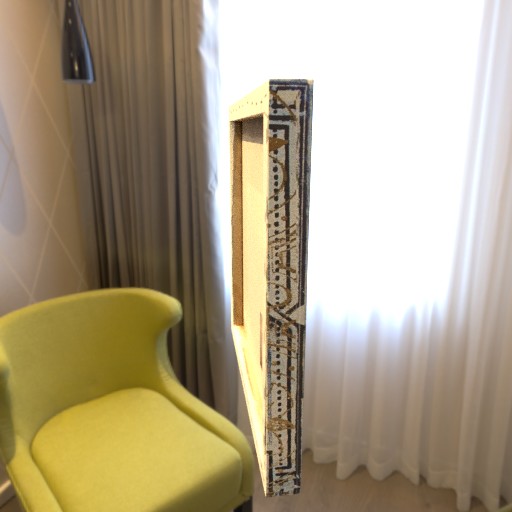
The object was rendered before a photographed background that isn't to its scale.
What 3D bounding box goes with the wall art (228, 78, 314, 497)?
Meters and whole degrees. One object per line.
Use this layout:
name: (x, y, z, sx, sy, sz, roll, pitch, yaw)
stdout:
wall art: (0.000, 0.000, 0.606, 0.038, 0.410, 0.411, -2, 16, -8)
